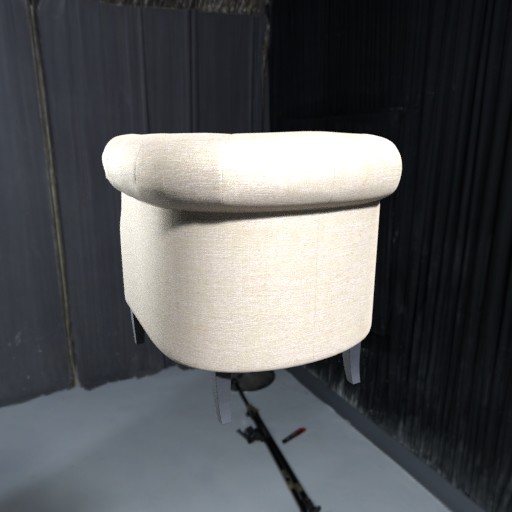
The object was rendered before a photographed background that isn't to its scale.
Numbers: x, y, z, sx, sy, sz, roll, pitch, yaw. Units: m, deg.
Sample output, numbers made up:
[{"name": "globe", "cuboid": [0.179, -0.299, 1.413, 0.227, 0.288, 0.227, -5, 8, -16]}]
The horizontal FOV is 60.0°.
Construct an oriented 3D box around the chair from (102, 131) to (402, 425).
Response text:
[{"name": "chair", "cuboid": [0.000, 0.000, 1.543, 0.905, 0.827, 0.852, -8, 17, -26]}]
